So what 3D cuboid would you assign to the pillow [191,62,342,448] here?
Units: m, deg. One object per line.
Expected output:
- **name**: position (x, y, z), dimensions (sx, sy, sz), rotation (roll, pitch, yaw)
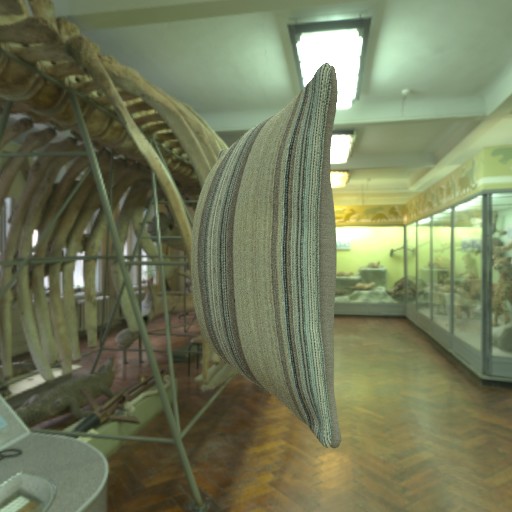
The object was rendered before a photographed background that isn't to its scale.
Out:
- **pillow**: position (0.000, 0.000, 0.670), dimensions (0.189, 0.416, 0.435), rotation (0, 0, -20)
